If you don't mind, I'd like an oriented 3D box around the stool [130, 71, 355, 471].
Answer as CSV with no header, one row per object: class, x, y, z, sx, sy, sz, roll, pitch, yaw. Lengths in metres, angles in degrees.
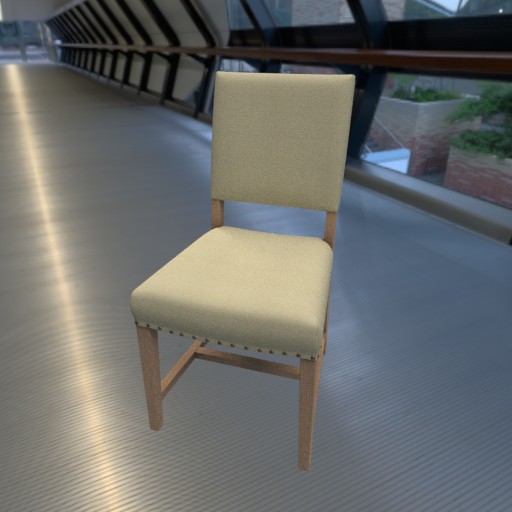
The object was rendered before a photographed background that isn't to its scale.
stool,0.000,0.000,1.338,0.508,0.986,0.623,8,28,16
